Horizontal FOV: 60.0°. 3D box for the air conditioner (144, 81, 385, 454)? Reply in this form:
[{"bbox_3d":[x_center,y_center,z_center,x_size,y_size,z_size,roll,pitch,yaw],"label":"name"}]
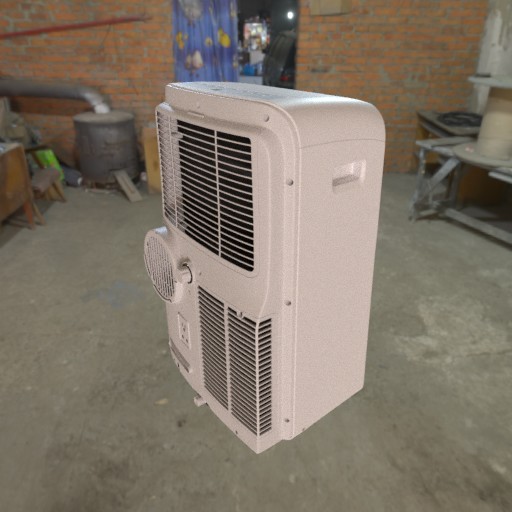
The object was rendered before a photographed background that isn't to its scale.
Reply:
[{"bbox_3d":[0.000,0.000,0.975,0.365,0.700,0.454,-18,32,-32],"label":"air conditioner"}]
